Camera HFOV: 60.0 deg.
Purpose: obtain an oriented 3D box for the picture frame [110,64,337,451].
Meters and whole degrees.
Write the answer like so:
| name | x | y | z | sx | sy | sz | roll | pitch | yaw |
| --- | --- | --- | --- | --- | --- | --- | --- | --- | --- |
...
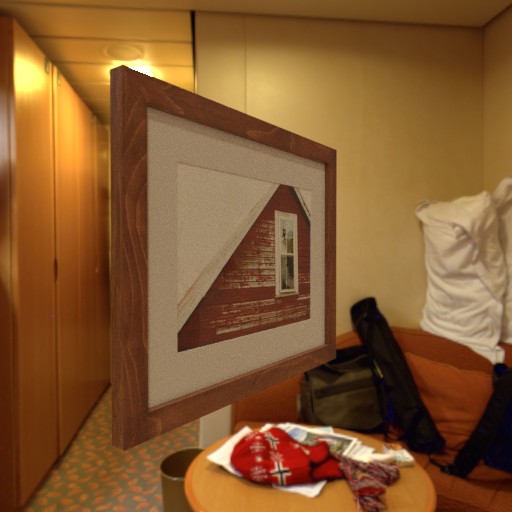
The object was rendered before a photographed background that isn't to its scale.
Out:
| name | x | y | z | sx | sy | sz | roll | pitch | yaw |
| --- | --- | --- | --- | --- | --- | --- | --- | --- | --- |
| picture frame | 0.000 | 0.000 | 0.756 | 0.025 | 0.457 | 0.559 | 1 | 1 | 37 |
